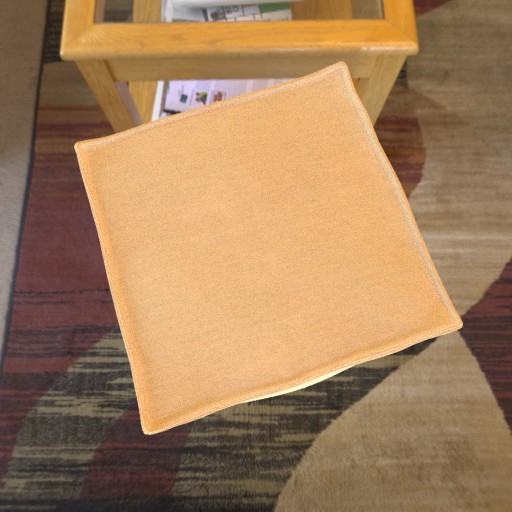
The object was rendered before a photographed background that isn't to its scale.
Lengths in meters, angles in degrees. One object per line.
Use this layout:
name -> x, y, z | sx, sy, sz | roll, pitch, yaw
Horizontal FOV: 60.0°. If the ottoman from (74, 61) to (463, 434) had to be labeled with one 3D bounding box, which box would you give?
ottoman -> 0.000, 0.000, 1.159 | 0.707, 0.470, 0.696 | -18, 76, -5
